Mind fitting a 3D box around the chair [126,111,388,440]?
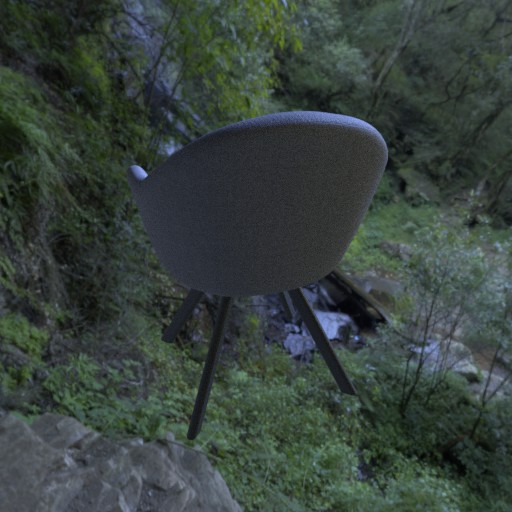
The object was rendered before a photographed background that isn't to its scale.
[{"bbox_3d":[0.000,0.000,1.173,0.590,0.795,0.550,-9,28,-17],"label":"chair"}]
